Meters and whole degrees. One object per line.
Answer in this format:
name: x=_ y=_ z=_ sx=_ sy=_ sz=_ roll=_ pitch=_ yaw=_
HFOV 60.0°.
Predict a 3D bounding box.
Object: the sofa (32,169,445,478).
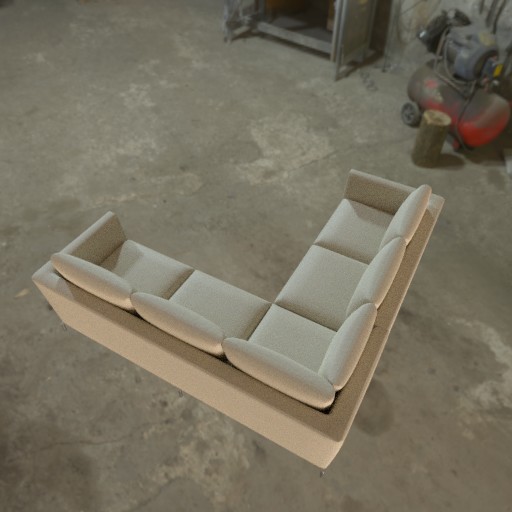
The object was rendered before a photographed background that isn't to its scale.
sofa: x=0.000 y=0.000 z=3.724 sx=2.448 sy=0.867 sz=2.430 roll=22 pitch=51 yaw=20
